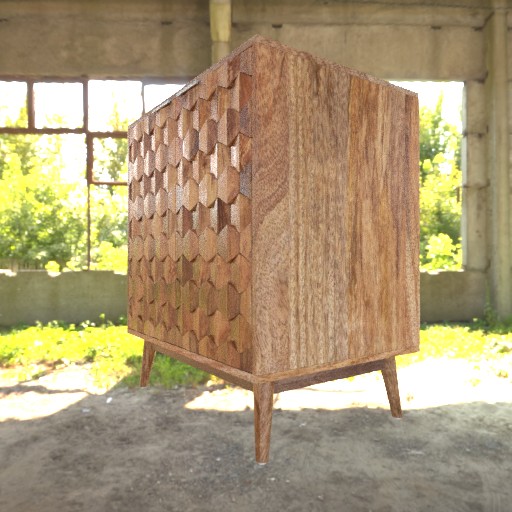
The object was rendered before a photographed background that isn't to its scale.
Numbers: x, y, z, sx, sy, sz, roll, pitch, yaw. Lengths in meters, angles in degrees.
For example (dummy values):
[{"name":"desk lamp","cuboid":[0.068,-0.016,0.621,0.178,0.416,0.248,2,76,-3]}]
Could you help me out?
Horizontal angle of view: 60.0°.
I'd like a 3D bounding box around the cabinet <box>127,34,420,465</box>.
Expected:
[{"name":"cabinet","cuboid":[0.000,0.000,1.154,0.473,0.758,0.647,0,0,-35]}]
